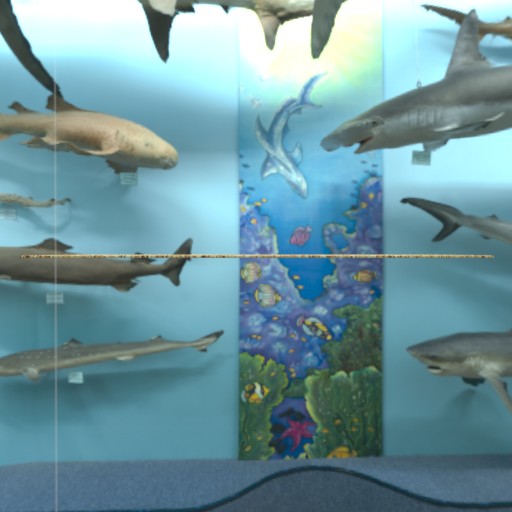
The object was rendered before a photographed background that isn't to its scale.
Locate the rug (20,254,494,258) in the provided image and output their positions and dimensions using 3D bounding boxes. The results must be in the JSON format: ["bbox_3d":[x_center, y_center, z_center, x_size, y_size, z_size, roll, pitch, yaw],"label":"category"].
[{"bbox_3d":[0.000,0.000,2.428,2.237,0.014,0.680,0,0,1],"label":"rug"}]
